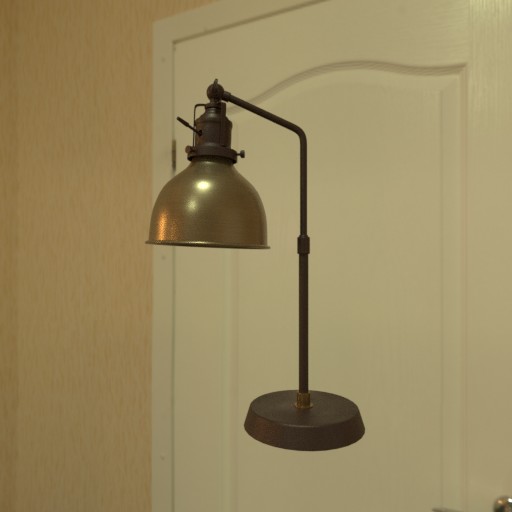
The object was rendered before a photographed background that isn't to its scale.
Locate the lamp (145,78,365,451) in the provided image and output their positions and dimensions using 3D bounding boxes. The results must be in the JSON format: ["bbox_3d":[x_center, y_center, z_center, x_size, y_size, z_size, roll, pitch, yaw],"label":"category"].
[{"bbox_3d":[0.000,0.000,0.608,0.298,0.469,0.175,0,0,-1],"label":"lamp"}]
